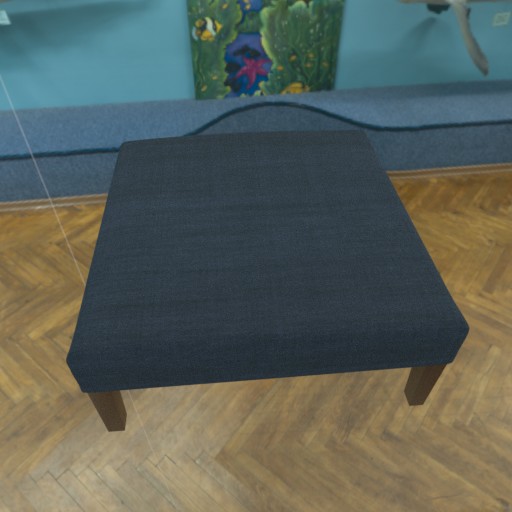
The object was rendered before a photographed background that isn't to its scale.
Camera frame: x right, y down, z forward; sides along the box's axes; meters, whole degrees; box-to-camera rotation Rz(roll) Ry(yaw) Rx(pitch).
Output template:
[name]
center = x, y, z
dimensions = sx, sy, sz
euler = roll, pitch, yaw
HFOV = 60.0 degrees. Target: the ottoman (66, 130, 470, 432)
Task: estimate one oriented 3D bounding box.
[ottoman]
center = 0.000, 0.000, 1.380
dimensions = 0.890, 0.411, 0.889
euler = -4, 45, -4
